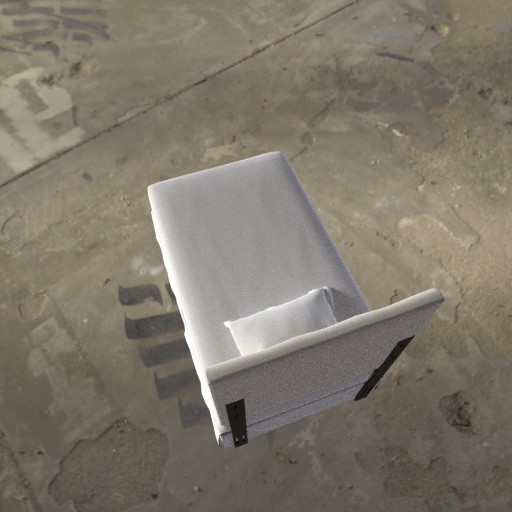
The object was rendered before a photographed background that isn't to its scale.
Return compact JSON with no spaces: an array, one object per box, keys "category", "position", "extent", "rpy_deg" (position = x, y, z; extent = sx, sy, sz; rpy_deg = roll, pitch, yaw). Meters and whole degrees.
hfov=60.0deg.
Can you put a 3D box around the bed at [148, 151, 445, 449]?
[{"category":"bed","position":[0.000,0.000,3.057],"extent":[1.261,1.571,1.997],"rpy_deg":[-17,59,-11]}]
